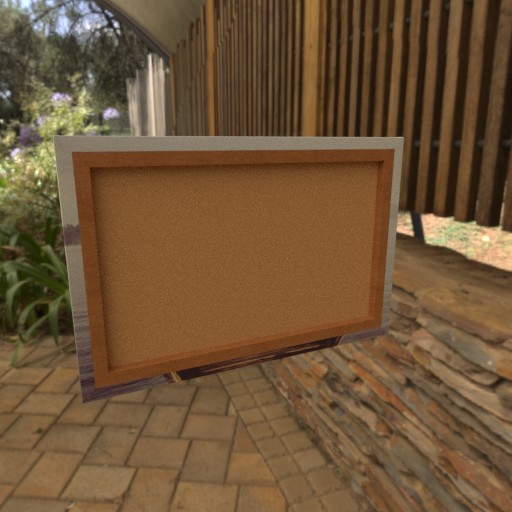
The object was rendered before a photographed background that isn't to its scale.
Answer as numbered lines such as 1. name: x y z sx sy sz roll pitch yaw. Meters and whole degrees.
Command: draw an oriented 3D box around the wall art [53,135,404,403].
1. wall art: 0.000 0.000 1.169 0.916 0.609 0.037 -7 16 -24
